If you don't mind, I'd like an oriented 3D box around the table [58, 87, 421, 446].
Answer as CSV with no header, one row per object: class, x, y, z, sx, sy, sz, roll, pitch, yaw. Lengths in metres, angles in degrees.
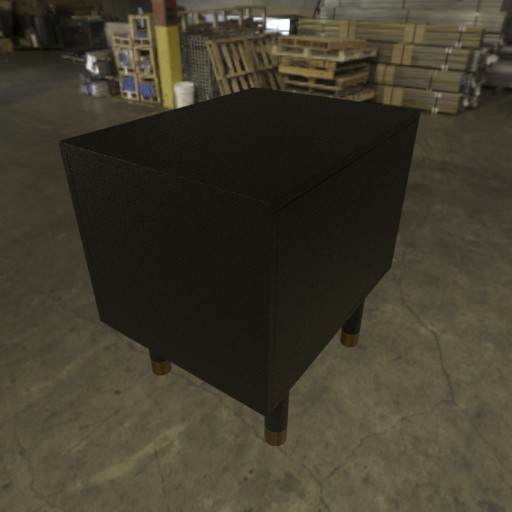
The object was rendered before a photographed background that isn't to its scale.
table,0.000,0.000,0.984,0.441,0.584,0.564,20,37,30
